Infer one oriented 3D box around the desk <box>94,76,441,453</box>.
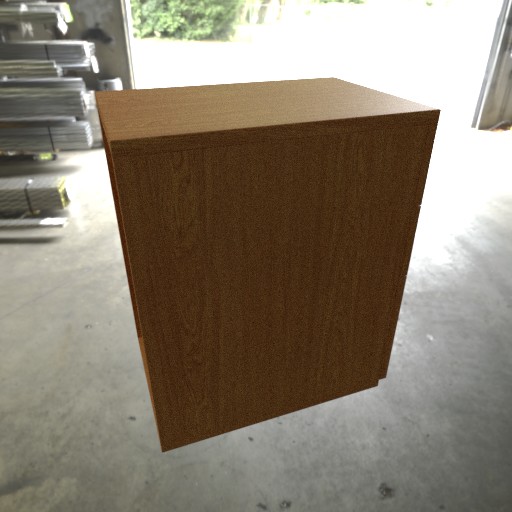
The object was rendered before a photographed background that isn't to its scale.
[{"bbox_3d":[0.000,0.000,1.076,0.600,0.730,0.404,-11,32,-17],"label":"desk"}]
